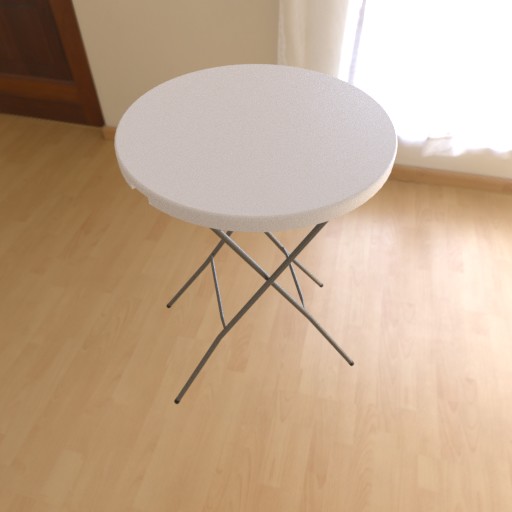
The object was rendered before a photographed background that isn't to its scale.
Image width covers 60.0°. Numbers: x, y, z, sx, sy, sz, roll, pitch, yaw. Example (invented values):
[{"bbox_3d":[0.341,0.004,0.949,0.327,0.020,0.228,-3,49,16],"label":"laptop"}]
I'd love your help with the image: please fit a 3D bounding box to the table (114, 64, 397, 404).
[{"bbox_3d":[0.000,0.000,1.667,0.795,1.105,0.792,-8,48,-8],"label":"table"}]
